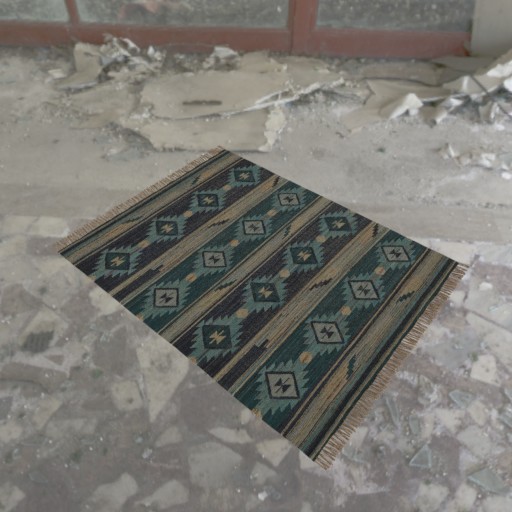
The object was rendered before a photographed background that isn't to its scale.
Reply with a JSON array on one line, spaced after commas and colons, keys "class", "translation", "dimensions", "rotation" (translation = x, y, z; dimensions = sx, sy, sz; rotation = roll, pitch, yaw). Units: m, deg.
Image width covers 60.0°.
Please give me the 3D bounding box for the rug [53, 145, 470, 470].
[{"class": "rug", "translation": [0.000, 0.000, 4.292], "dimensions": [3.307, 0.047, 2.418], "rotation": [31, 53, 27]}]
